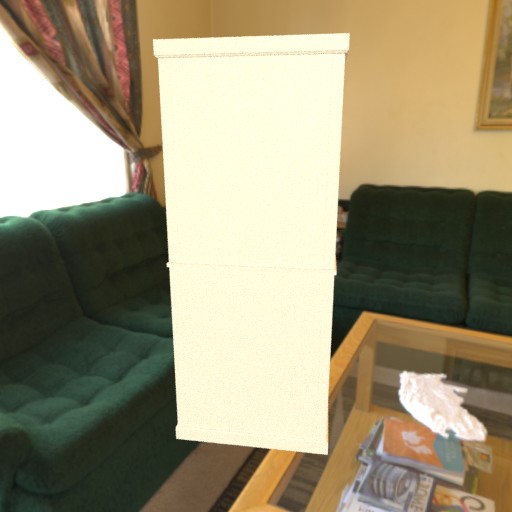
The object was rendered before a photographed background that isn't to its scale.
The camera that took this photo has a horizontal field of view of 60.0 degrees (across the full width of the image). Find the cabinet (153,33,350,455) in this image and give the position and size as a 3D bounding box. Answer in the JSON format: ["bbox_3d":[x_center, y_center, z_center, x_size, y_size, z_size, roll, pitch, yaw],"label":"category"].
[{"bbox_3d":[0.000,0.000,2.105,0.754,1.829,0.390,2,16,9],"label":"cabinet"}]
